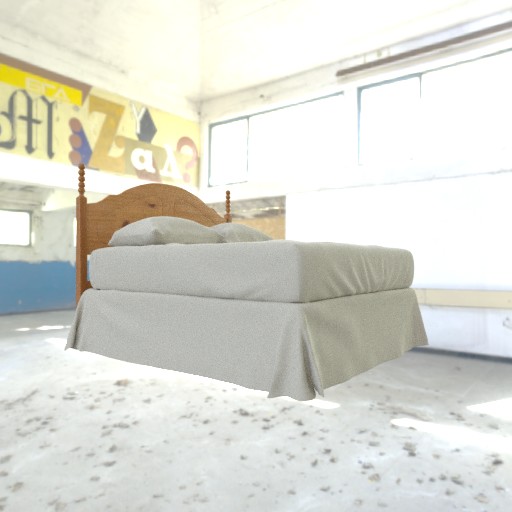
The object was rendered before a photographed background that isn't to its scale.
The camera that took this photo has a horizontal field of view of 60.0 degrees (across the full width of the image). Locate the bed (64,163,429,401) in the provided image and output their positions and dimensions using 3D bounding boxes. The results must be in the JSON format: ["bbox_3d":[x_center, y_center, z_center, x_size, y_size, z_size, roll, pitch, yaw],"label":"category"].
[{"bbox_3d":[0.000,0.000,3.251,2.040,1.356,1.873,0,-1,38],"label":"bed"}]
